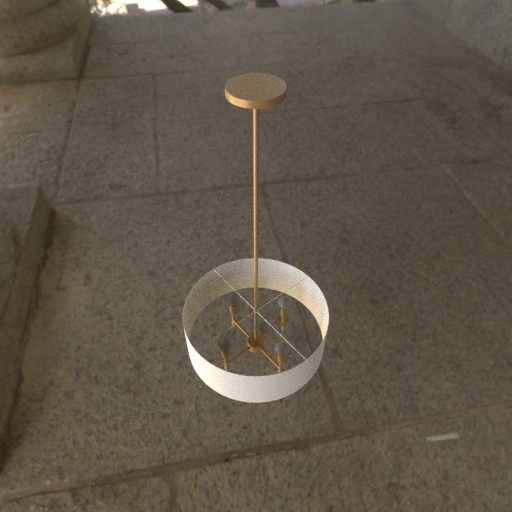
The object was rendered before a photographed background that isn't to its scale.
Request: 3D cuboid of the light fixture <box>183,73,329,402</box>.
[{"bbox_3d":[0.000,0.000,1.350,0.508,1.067,0.508,0,46,0],"label":"light fixture"}]
